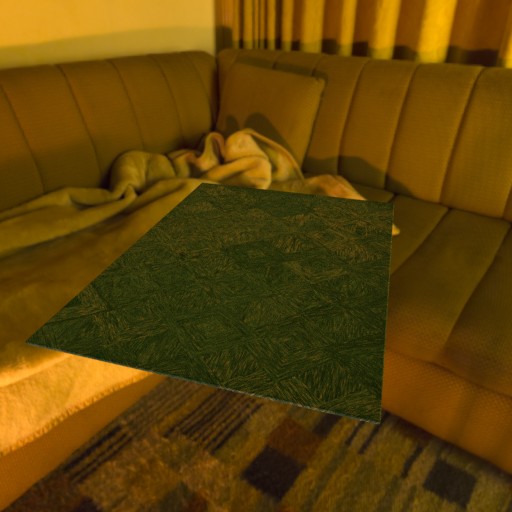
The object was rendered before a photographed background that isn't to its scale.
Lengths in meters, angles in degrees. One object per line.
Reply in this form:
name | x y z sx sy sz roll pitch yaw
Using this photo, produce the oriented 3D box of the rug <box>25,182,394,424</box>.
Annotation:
rug | 0.000 0.000 4.122 2.405 0.027 3.217 8 31 14
